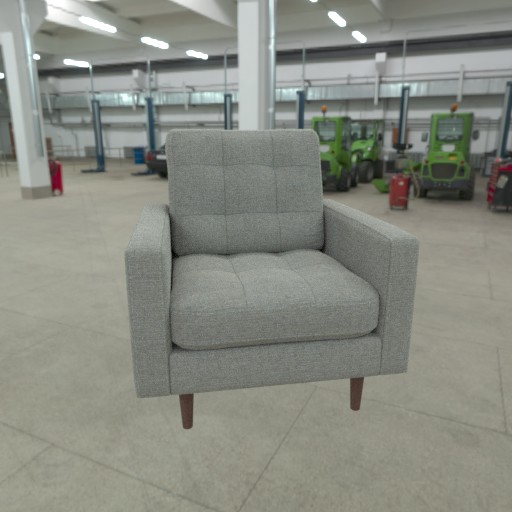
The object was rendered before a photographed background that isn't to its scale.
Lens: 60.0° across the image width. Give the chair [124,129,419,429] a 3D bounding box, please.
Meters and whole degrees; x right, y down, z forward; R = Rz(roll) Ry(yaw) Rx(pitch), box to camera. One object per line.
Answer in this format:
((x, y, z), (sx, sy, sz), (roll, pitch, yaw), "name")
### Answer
((0.000, 0.000, 1.587), (0.821, 0.880, 0.843), (-3, 16, -10), "chair")
